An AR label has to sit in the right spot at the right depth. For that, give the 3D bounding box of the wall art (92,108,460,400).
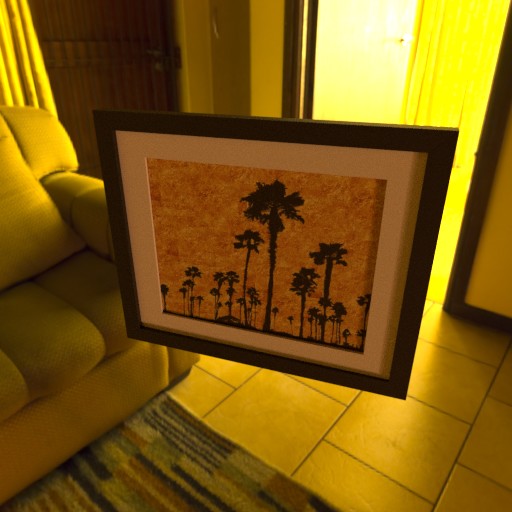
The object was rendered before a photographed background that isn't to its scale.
[{"bbox_3d":[0.000,0.000,0.762,0.561,0.460,0.028,8,27,17],"label":"wall art"}]
